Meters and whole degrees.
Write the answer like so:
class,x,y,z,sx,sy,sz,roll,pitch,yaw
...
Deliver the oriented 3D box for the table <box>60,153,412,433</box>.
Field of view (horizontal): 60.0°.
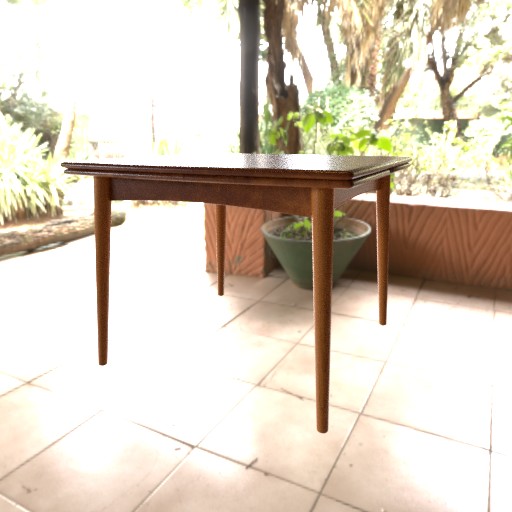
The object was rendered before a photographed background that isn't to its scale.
class,x,y,z,sx,sy,sz,roll,pitch,yaw
table,0.000,0.000,1.758,0.991,0.754,0.991,7,17,26
